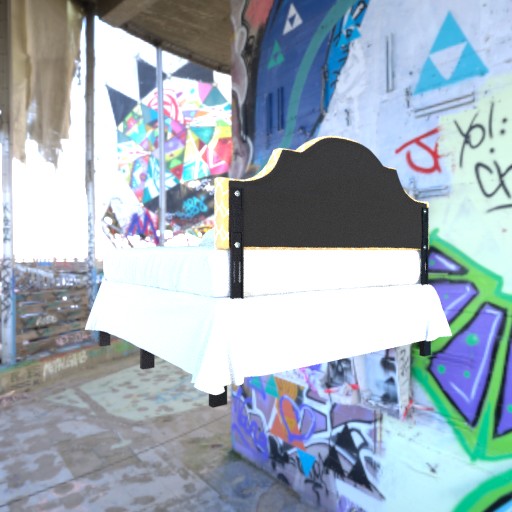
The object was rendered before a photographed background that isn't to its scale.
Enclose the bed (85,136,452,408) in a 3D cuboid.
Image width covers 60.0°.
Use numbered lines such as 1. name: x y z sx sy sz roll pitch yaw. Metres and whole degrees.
1. bed: 0.000 0.000 3.742 2.314 1.601 2.222 0 1 -37
